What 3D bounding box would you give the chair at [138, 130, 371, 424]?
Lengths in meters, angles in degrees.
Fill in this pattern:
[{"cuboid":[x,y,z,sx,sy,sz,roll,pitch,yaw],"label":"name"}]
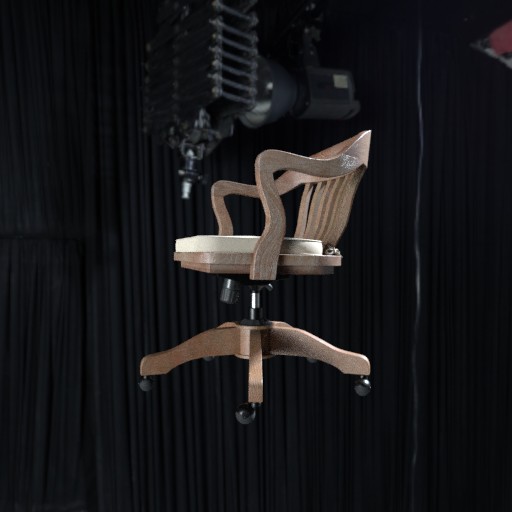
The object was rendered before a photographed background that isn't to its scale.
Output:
[{"cuboid":[0.000,0.000,1.537,0.788,0.878,0.750,0,1,-18],"label":"chair"}]
